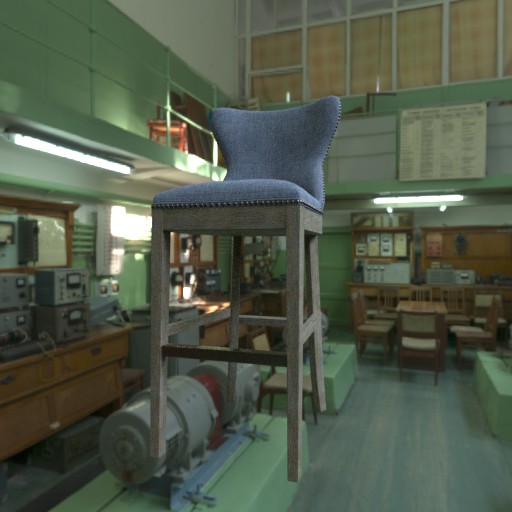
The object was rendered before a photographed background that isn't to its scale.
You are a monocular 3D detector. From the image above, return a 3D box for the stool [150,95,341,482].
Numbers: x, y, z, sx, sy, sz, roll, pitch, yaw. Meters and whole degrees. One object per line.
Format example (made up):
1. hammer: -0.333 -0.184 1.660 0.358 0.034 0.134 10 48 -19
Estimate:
1. stool: 0.000 0.000 1.447 0.494 1.123 0.606 0 1 19
